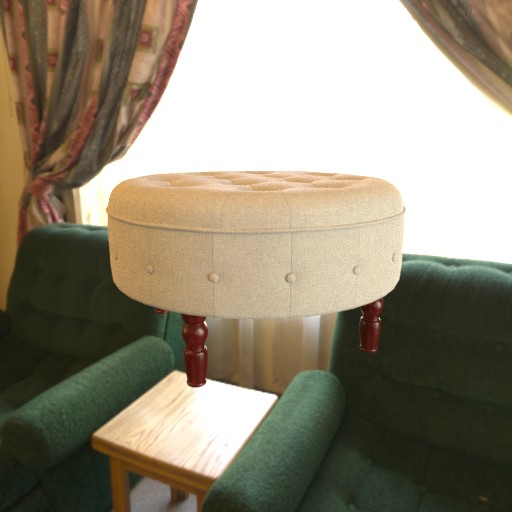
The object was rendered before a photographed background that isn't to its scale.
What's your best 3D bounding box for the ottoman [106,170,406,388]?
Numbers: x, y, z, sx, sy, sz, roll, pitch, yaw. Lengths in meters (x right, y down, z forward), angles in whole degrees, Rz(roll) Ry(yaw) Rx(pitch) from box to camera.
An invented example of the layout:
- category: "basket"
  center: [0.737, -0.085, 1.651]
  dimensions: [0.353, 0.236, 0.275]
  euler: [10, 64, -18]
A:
- category: "ottoman"
  center: [0.000, 0.000, 1.357]
  dimensions: [0.849, 0.478, 0.849]
  euler: [0, 14, 0]
